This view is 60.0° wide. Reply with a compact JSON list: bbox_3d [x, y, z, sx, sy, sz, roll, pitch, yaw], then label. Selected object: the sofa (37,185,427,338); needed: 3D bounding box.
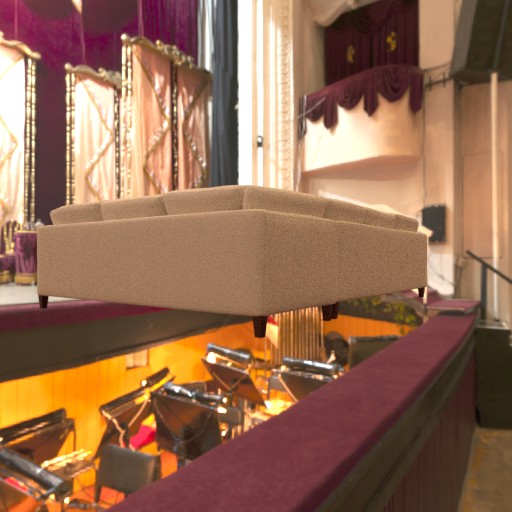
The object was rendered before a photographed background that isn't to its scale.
[{"bbox_3d":[0.000,0.000,4.565,2.593,0.947,3.302,0,0,37],"label":"sofa"}]
